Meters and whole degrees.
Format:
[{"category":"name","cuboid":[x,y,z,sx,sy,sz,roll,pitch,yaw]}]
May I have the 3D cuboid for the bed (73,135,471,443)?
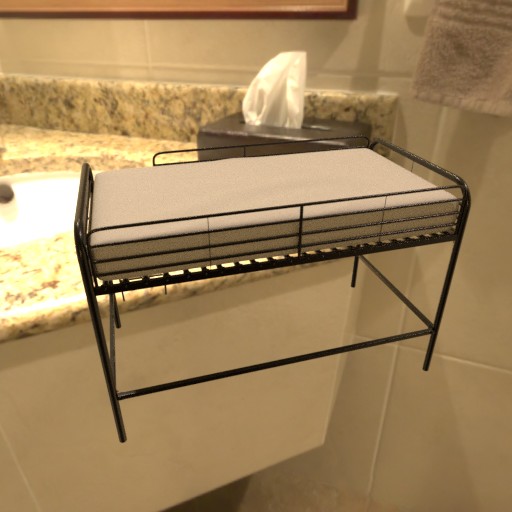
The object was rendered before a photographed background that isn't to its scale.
[{"category":"bed","cuboid":[0.000,0.000,2.925,1.968,1.289,1.393,-8,31,-14]}]
